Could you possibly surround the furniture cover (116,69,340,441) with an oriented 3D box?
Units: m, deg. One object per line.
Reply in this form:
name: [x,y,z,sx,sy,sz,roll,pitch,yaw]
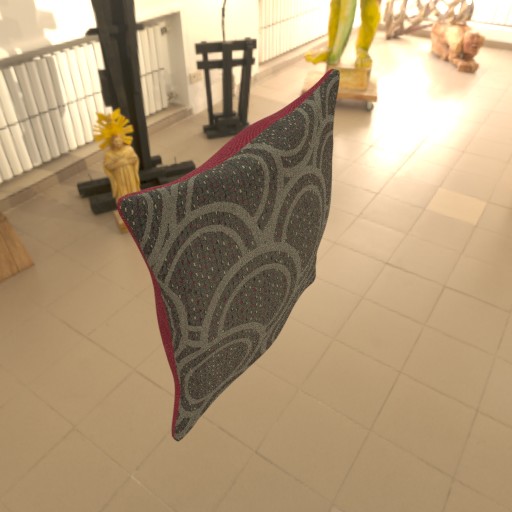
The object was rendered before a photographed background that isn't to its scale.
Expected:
furniture cover: [0.000,0.000,0.789,0.163,0.513,0.514,24,46,25]
